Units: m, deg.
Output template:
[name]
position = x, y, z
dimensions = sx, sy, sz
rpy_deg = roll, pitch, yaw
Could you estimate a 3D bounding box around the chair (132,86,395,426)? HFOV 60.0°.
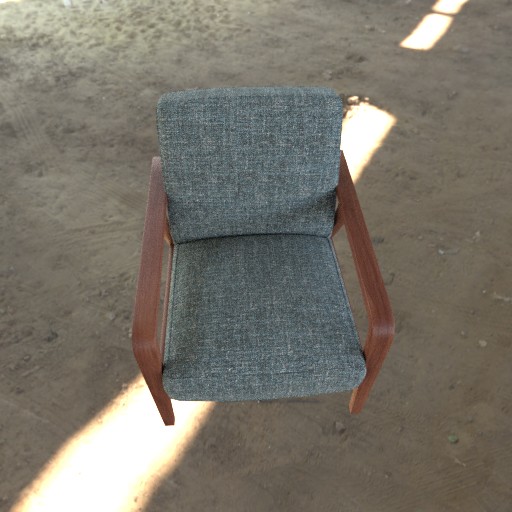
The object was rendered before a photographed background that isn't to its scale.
[chair]
position = 0.000, 0.000, 1.515
dimensions = 0.719, 0.864, 0.889
rpy_deg = -3, 47, -3
